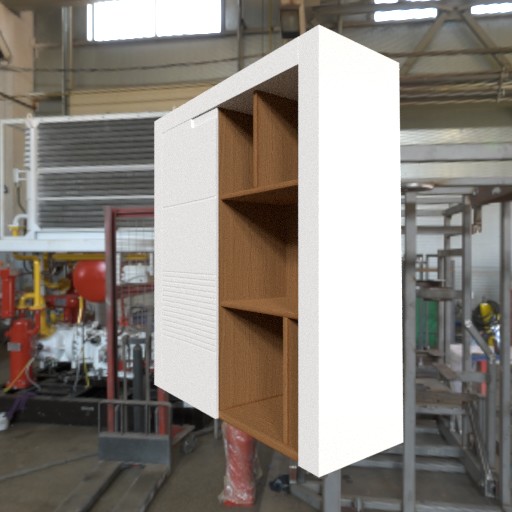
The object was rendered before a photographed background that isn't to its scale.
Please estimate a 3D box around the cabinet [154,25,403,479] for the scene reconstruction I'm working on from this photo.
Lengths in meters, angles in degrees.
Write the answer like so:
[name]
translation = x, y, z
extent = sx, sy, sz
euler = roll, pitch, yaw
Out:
[cabinet]
translation = 0.000, 0.000, 1.601
extent = 0.348, 1.150, 0.990
euler = 0, 0, -37
